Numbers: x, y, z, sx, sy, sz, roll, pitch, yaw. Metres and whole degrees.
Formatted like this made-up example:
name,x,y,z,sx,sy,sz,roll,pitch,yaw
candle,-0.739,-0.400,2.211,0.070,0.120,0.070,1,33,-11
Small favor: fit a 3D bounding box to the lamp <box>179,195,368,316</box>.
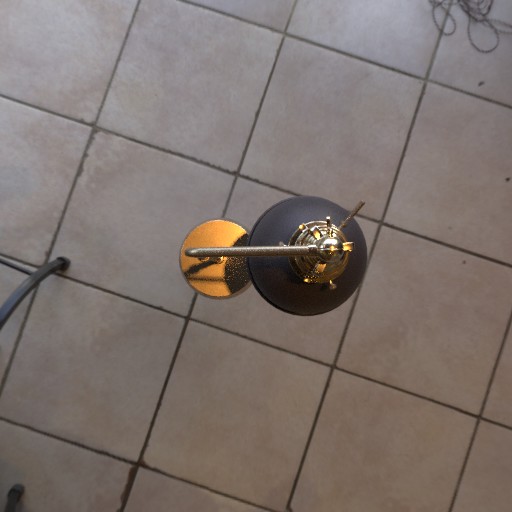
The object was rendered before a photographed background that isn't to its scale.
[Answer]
name,x,y,z,sx,sy,sz,roll,pitch,yaw
lamp,0.000,0.000,0.598,0.291,0.456,0.160,0,89,0
